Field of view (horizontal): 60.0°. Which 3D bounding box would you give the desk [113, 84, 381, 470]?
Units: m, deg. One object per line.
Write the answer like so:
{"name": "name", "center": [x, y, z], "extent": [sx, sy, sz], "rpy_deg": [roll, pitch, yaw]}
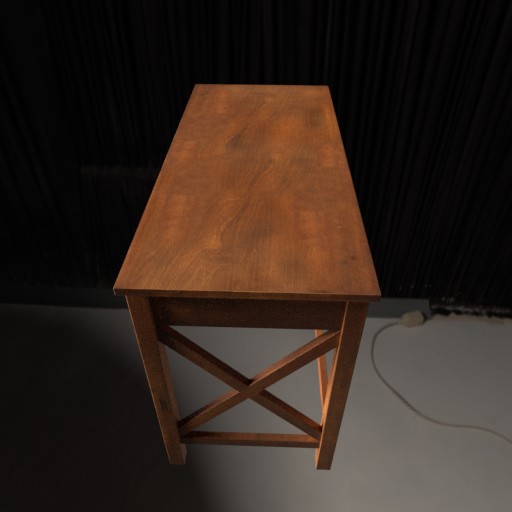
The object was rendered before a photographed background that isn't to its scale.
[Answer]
{"name": "desk", "center": [0.000, 0.000, 1.503], "extent": [0.508, 0.762, 1.117], "rpy_deg": [1, 40, 2]}
